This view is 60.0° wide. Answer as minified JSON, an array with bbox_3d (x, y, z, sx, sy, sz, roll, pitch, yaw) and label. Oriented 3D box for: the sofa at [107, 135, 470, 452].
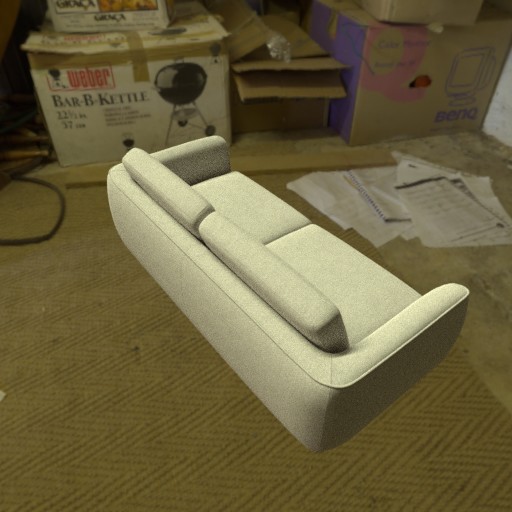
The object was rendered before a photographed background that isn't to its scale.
[{"bbox_3d":[0.000,0.000,2.409,0.920,0.850,2.000,-26,47,-28],"label":"sofa"}]
